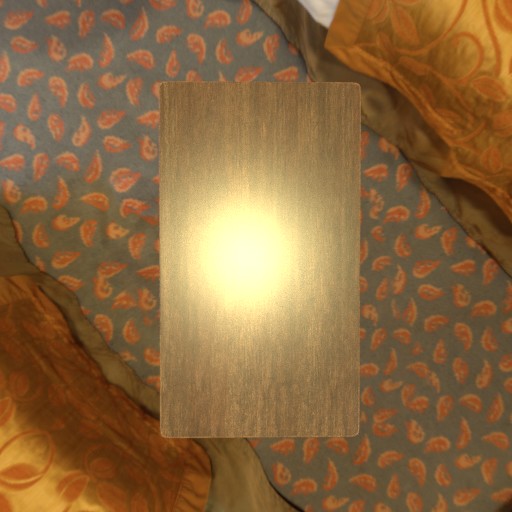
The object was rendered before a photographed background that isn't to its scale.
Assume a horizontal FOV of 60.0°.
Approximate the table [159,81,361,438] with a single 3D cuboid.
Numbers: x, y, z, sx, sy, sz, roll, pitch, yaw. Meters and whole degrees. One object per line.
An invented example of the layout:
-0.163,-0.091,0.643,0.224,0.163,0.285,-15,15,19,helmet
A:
0.000,0.000,0.879,0.254,0.637,0.450,0,91,-1,table
